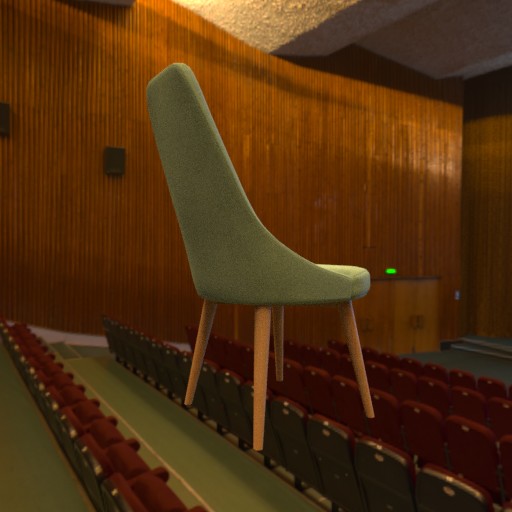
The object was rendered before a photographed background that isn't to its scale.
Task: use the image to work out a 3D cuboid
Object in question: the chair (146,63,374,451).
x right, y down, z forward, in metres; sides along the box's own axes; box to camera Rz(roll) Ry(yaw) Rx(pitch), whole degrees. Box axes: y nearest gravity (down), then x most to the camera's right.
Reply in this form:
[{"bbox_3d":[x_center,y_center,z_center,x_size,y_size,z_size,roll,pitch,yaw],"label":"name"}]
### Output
[{"bbox_3d":[0.000,0.000,1.435,0.660,1.040,0.510,-1,2,-35],"label":"chair"}]
